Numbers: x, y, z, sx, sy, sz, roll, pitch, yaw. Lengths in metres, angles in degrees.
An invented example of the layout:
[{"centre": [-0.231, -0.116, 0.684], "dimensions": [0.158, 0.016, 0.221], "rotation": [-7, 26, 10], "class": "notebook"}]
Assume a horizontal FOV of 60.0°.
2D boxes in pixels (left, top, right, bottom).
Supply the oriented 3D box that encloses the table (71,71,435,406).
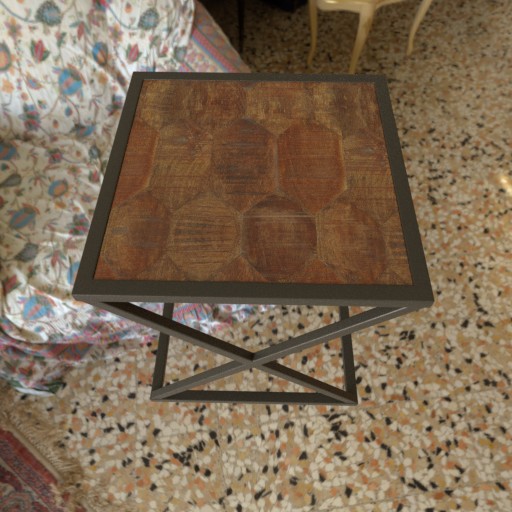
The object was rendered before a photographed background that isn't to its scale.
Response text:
[{"centre": [0.000, 0.000, 0.979], "dimensions": [0.500, 0.565, 0.500], "rotation": [1, 57, 1], "class": "table"}]
